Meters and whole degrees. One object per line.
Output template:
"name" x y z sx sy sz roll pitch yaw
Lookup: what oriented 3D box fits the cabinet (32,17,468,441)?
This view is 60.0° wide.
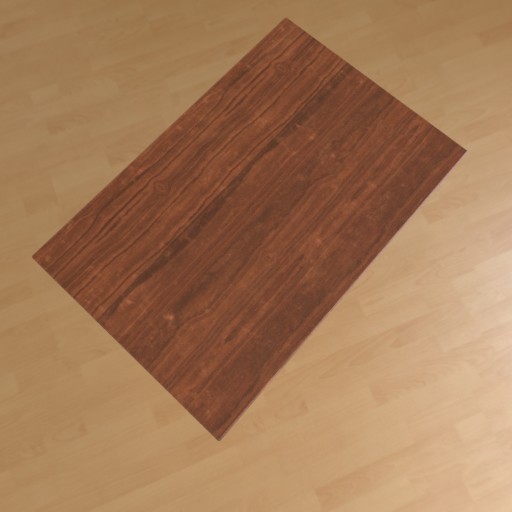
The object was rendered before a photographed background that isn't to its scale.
"cabinet" 0.000 0.000 1.050 0.410 0.695 0.607 41 79 10
